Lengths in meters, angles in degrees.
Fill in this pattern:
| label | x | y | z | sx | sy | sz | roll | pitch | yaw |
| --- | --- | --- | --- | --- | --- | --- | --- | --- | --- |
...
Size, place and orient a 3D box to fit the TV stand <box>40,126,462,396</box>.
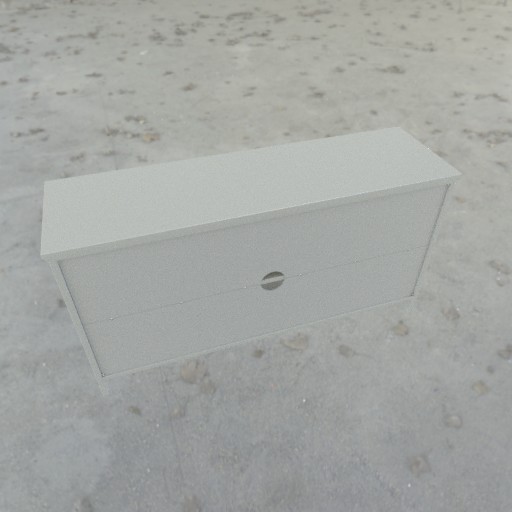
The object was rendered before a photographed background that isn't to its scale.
| label | x | y | z | sx | sy | sz | roll | pitch | yaw |
| --- | --- | --- | --- | --- | --- | --- | --- | --- | --- |
| TV stand | 0.000 | 0.000 | 1.487 | 1.167 | 0.603 | 0.344 | -12 | 42 | -14 |
